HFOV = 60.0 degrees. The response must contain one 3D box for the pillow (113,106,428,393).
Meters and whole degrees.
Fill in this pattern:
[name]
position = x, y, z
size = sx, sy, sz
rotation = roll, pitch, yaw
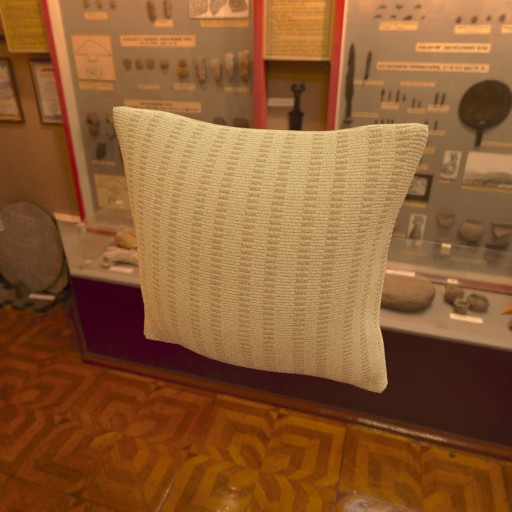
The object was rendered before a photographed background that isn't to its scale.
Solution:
[pillow]
position = 0.000, 0.000, 0.674
size = 0.438, 0.419, 0.247
rotation = 9, 29, 17
